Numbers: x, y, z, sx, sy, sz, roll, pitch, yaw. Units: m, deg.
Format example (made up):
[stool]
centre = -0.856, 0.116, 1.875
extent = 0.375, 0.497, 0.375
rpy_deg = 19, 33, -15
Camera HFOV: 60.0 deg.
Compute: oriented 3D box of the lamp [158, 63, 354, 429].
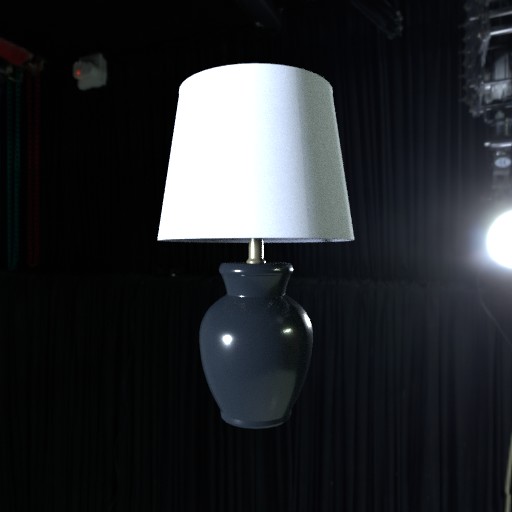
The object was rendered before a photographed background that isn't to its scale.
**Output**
[lamp]
centre = 0.000, 0.000, 0.553
extent = 0.239, 0.399, 0.239
rpy_deg = 0, 1, 0
